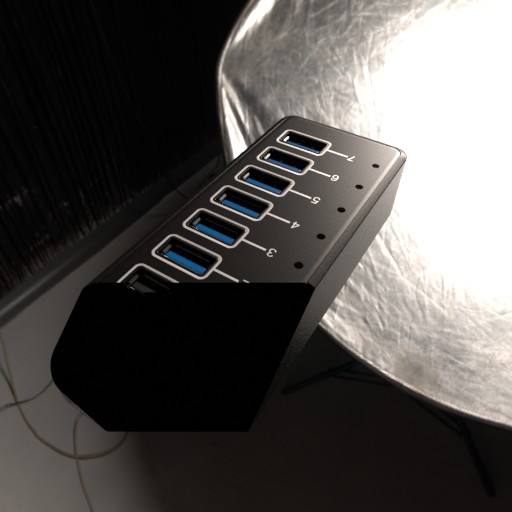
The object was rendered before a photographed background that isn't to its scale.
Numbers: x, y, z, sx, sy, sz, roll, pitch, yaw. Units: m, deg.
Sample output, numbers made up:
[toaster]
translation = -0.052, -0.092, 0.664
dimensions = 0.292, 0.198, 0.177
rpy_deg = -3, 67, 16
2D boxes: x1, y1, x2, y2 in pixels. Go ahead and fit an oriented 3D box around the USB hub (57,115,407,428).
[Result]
[USB hub]
translation = 0.000, 0.000, 0.121
dimensions = 0.044, 0.023, 0.110
rpy_deg = 25, 52, 22
